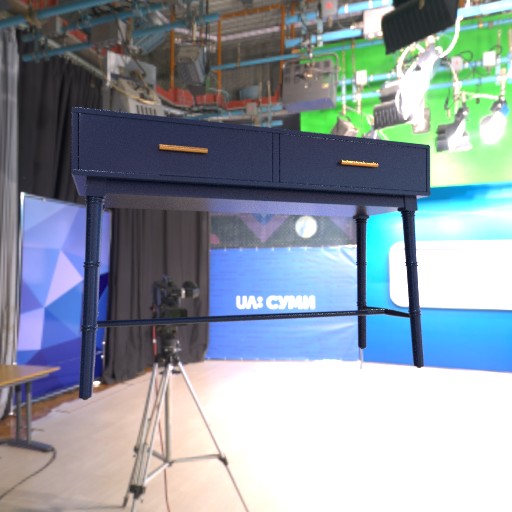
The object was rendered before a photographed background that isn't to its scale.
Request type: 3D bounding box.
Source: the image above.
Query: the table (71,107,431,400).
[{"bbox_3d":[0.000,0.000,1.474,1.118,0.749,0.399,0,-1,-19],"label":"table"}]
